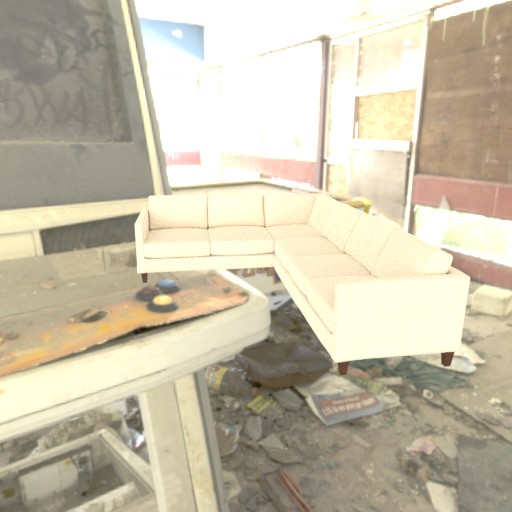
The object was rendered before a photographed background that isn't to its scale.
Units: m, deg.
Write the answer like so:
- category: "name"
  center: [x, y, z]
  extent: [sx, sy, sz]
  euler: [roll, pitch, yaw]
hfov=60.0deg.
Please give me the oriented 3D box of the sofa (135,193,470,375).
- category: "sofa"
  center: [0.000, 0.000, 4.351]
  extent: [2.432, 0.863, 3.182]
  euler: [-2, 16, -8]
